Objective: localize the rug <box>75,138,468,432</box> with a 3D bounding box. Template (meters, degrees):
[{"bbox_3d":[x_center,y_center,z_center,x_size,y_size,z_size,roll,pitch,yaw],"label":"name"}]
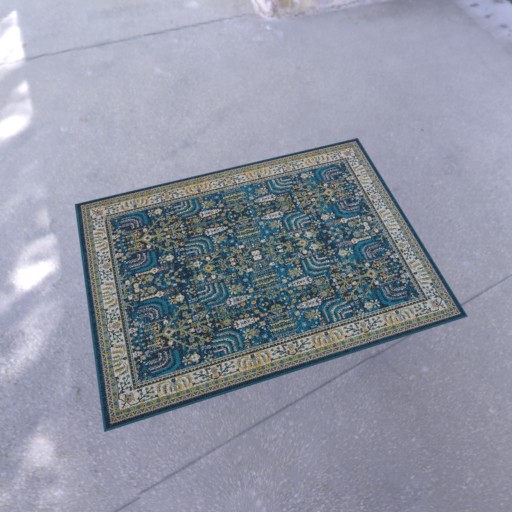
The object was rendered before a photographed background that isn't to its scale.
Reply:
[{"bbox_3d":[0.000,0.000,4.052,3.044,0.015,2.226,-15,59,-9],"label":"rug"}]
